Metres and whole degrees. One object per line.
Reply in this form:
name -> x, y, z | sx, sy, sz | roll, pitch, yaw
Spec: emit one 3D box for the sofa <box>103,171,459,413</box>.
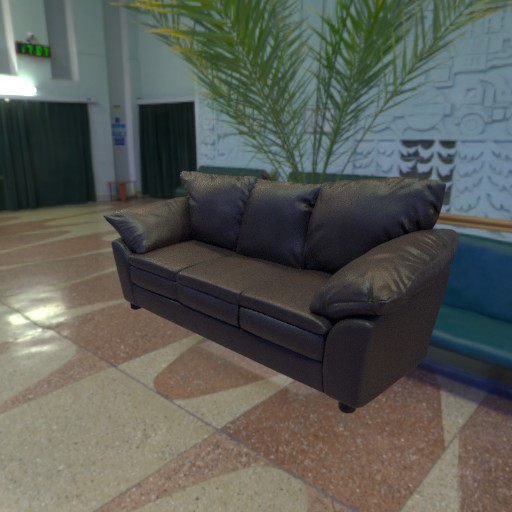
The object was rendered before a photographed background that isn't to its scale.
sofa -> 0.000, 0.000, 2.897 | 2.390, 1.091, 0.907 | 14, 20, 42
